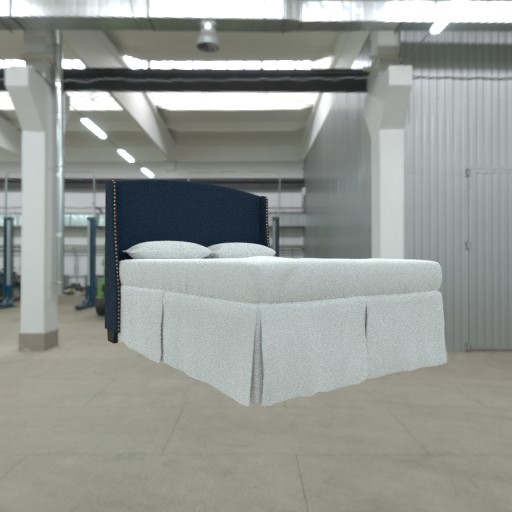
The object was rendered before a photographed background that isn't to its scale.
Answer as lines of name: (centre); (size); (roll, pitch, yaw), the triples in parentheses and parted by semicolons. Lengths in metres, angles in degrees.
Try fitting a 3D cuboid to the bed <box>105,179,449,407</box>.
bed: (0.000, 0.000, 3.317); (1.604, 1.402, 2.223); (0, 0, -36)
